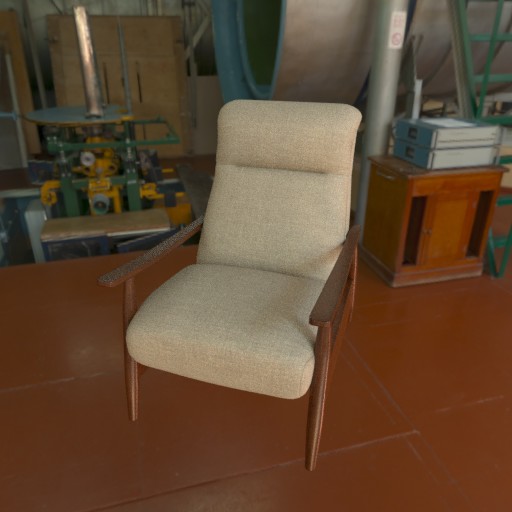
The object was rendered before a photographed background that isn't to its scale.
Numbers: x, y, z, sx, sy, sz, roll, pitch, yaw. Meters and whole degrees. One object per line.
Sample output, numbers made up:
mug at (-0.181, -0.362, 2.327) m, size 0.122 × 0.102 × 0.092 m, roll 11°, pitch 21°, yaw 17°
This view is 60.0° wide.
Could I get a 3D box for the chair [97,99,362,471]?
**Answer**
chair at (0.000, 0.000, 1.787) m, size 0.762 × 1.082 × 1.014 m, roll 8°, pitch 27°, yaw 16°
